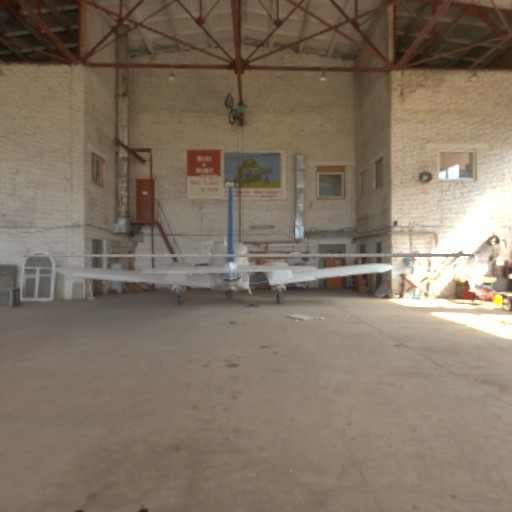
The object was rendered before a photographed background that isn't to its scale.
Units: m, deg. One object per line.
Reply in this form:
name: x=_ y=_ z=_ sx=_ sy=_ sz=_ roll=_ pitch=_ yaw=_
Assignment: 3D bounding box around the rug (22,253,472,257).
rug: x=0.000 y=0.000 z=2.981 sx=2.438 sy=0.014 sz=1.524 roll=0 pitch=0 yaw=19
